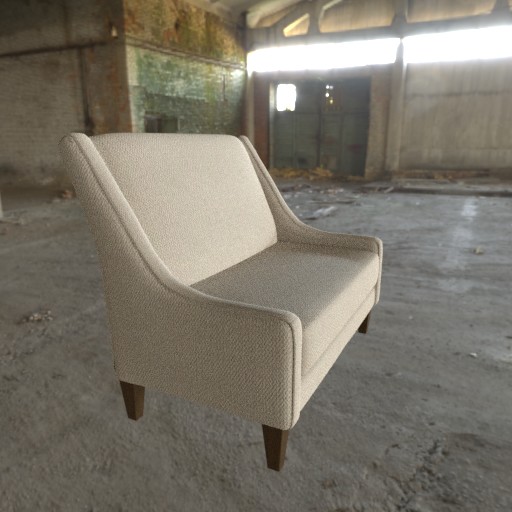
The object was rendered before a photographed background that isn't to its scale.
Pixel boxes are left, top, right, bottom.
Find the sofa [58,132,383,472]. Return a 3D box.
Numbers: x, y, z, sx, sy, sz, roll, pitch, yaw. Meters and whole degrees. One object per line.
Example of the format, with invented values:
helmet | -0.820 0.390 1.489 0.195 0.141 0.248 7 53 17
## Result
sofa | 0.000 0.000 1.910 0.870 1.022 1.242 7 16 26
